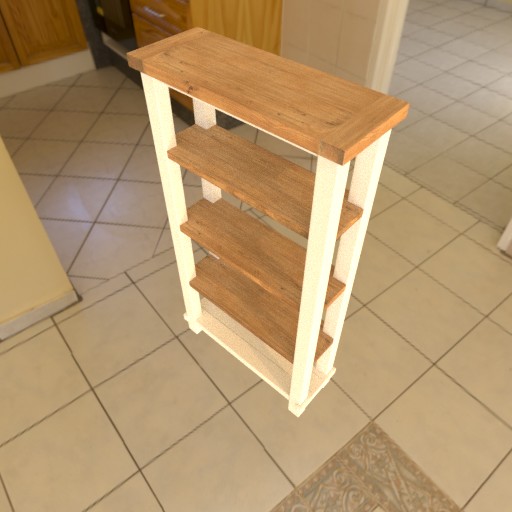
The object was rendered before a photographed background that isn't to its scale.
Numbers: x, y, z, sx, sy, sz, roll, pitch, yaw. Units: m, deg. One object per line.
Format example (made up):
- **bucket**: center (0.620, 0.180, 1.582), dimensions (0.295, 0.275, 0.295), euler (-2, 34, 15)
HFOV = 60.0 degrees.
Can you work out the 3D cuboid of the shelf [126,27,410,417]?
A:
- **shelf**: center (0.000, 0.000, 2.273), dimensions (1.022, 1.878, 0.381), euler (33, 55, 27)
